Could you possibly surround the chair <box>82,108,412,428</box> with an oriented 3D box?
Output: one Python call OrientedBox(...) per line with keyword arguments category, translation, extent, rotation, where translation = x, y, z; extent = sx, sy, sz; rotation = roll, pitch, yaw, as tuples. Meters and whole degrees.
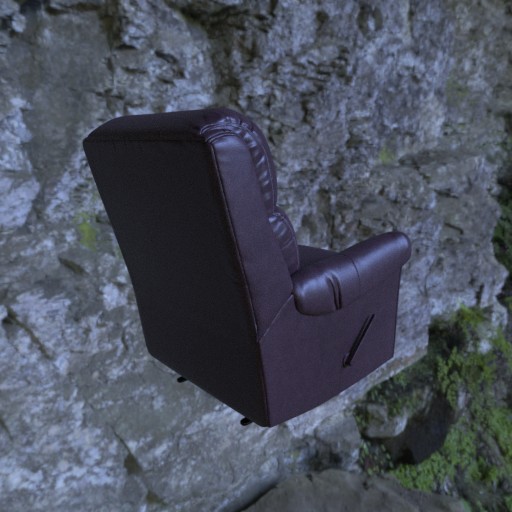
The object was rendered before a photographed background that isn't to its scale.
OrientedBox(category="chair", translation=(0.000, 0.000, 1.743), extent=(1.014, 1.054, 0.838), rotation=(-13, 19, -42))
